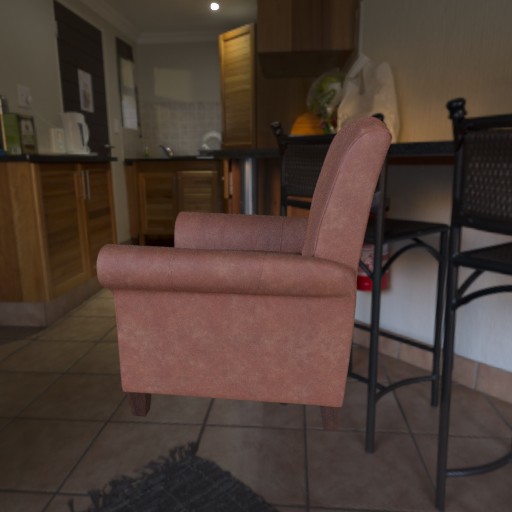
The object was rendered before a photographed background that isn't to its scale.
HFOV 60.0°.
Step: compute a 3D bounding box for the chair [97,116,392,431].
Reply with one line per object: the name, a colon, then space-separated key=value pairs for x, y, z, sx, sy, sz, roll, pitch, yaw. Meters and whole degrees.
chair: x=0.000 y=0.000 z=1.791 sx=0.902 sy=1.061 sz=0.978 roll=2 pitch=13 yaw=7
